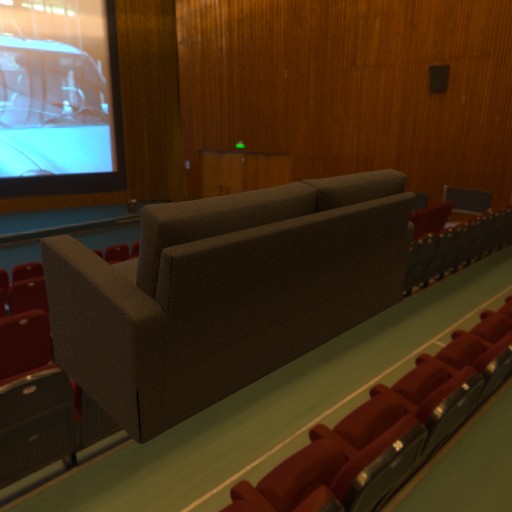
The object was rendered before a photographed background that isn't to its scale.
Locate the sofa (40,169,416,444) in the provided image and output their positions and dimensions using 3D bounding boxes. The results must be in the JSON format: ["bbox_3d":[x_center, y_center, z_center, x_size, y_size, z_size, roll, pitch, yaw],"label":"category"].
[{"bbox_3d":[0.000,0.000,2.302,1.852,0.839,0.898,-16,24,-41],"label":"sofa"}]
